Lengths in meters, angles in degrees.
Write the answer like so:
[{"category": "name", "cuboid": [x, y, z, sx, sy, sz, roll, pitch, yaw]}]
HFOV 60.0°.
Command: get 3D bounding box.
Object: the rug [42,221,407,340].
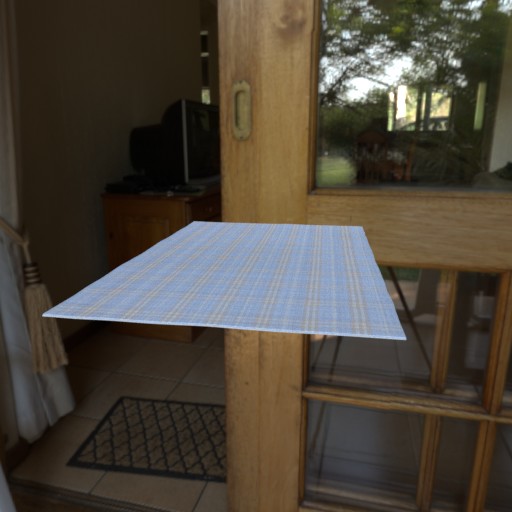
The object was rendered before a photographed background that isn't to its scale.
[{"category": "rug", "cuboid": [0.000, 0.000, 2.324, 1.231, 0.012, 1.835, 2, 15, 9]}]
